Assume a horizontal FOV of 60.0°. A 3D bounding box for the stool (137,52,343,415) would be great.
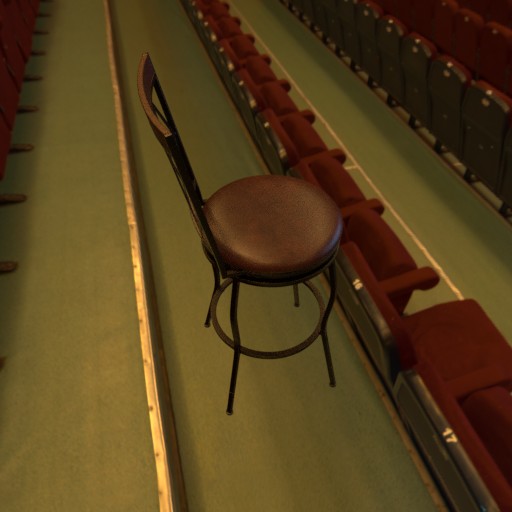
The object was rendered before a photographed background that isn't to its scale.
[{"bbox_3d":[0.000,0.000,1.388,0.521,1.134,0.432,-11,46,-11],"label":"stool"}]
